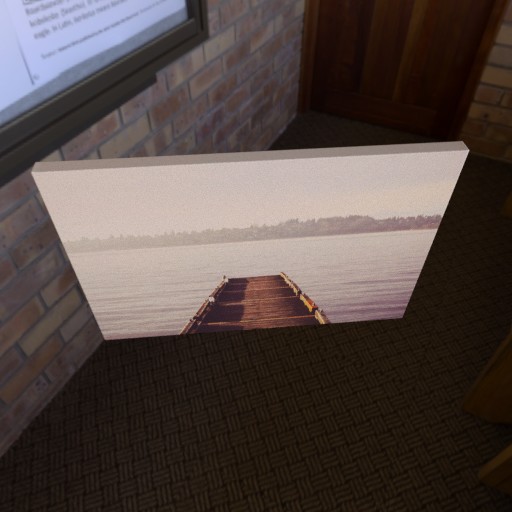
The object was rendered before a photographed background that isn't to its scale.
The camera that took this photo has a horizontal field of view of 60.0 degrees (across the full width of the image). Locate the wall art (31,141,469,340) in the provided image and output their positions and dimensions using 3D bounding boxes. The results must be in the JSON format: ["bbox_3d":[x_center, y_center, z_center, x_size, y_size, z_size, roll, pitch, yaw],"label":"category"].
[{"bbox_3d":[0.000,0.000,1.153,0.916,0.609,0.037,-4,46,-4],"label":"wall art"}]
